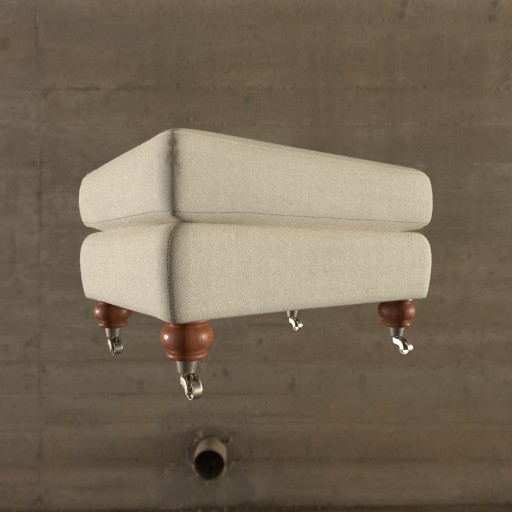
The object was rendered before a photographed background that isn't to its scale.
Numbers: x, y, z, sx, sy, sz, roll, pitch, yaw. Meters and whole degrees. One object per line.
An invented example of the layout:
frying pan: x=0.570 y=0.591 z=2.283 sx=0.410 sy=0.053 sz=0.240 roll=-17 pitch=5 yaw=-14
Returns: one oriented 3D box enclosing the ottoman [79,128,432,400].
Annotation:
ottoman: x=0.000 y=0.000 z=1.158 sx=0.773 sy=0.499 sz=0.569 roll=0 pitch=1 yaw=-36
